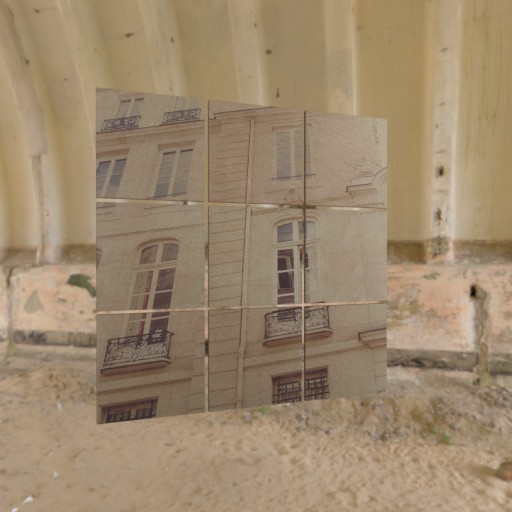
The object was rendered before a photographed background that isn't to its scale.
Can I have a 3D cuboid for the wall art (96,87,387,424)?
[{"bbox_3d":[0.000,0.000,1.801,1.221,1.218,0.024,0,0,-18],"label":"wall art"}]
